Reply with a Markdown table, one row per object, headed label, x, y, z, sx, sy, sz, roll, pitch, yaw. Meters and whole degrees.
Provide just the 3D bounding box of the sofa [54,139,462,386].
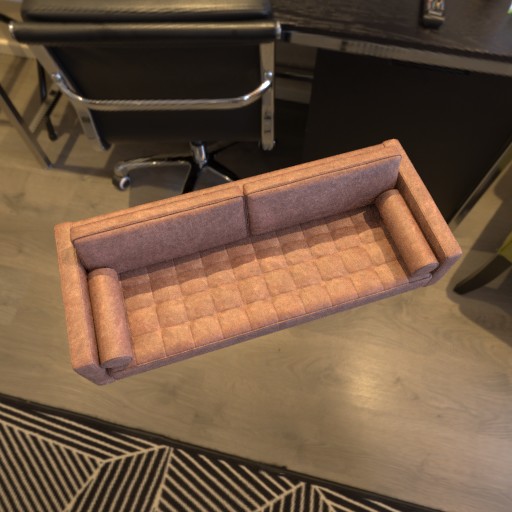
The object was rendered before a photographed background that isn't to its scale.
| label | x | y | z | sx | sy | sz | roll | pitch | yaw |
| --- | --- | --- | --- | --- | --- | --- | --- | --- | --- |
| sofa | 0.000 | 0.000 | 2.708 | 2.210 | 0.762 | 0.914 | -16 | 64 | -8 |
